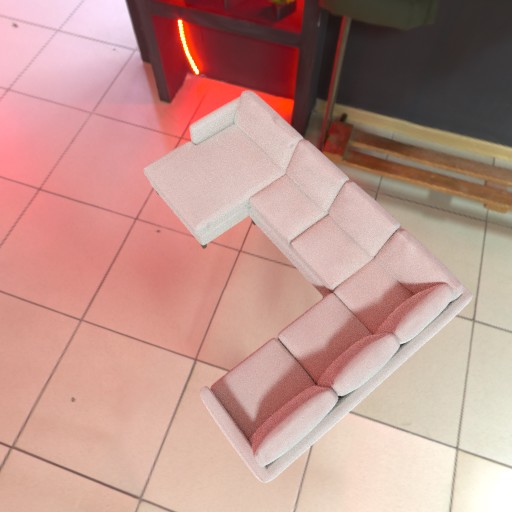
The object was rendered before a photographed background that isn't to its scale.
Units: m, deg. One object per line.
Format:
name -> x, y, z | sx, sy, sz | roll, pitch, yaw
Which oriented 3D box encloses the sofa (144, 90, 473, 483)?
sofa -> 0.000, 0.000, 4.638 | 2.593, 0.956, 3.459 | -35, 68, -16
